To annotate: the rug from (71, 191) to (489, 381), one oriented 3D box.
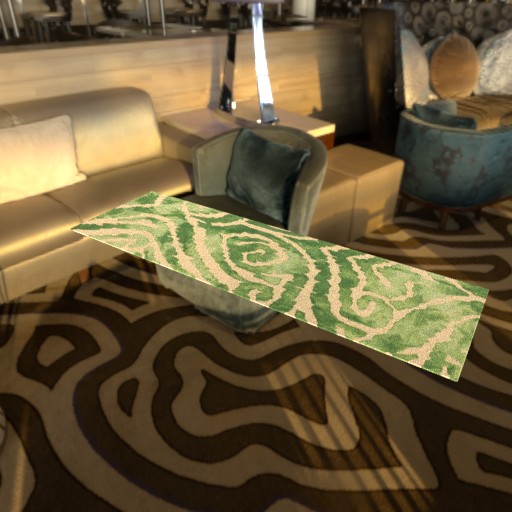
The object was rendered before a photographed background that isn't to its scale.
[{"bbox_3d":[0.000,0.000,2.635,2.438,0.006,0.761,19,36,28],"label":"rug"}]
